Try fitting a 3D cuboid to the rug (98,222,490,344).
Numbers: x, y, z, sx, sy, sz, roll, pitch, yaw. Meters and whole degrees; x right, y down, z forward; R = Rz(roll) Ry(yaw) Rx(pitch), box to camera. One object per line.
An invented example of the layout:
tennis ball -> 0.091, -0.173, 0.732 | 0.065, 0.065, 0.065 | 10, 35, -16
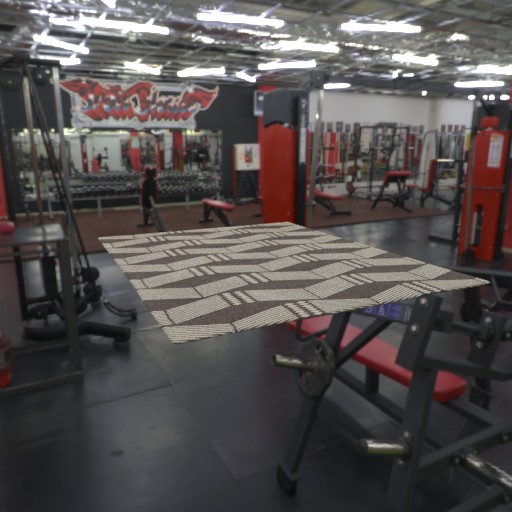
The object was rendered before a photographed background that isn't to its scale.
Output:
rug -> 0.000, 0.000, 4.123 | 2.438, 0.016, 3.048 | -7, 15, -25
